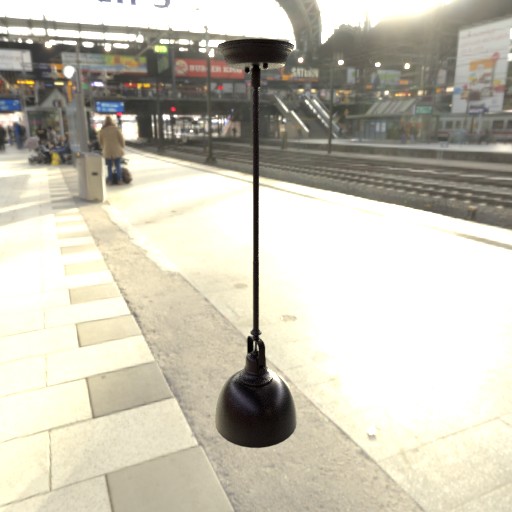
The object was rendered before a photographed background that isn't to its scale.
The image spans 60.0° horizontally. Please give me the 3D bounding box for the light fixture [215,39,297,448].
[{"bbox_3d":[0.000,0.000,0.886,0.182,0.768,0.182,-8,18,-26],"label":"light fixture"}]
